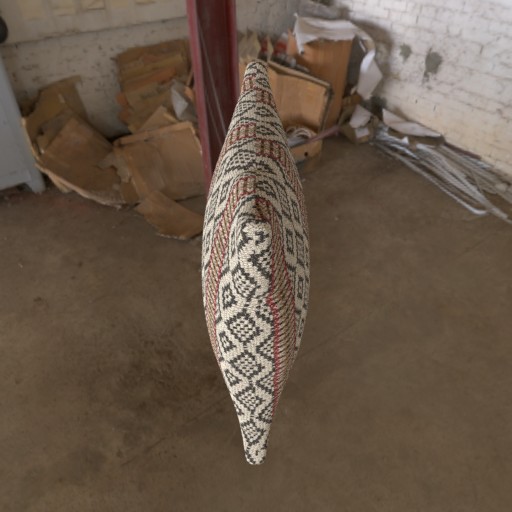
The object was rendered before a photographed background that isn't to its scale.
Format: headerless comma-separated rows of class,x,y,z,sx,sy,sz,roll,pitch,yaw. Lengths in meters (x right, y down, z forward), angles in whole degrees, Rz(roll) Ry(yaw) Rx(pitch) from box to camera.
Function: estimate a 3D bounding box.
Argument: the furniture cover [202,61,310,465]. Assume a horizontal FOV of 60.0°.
furniture cover,0.000,0.000,0.777,0.182,0.506,0.503,0,40,0
